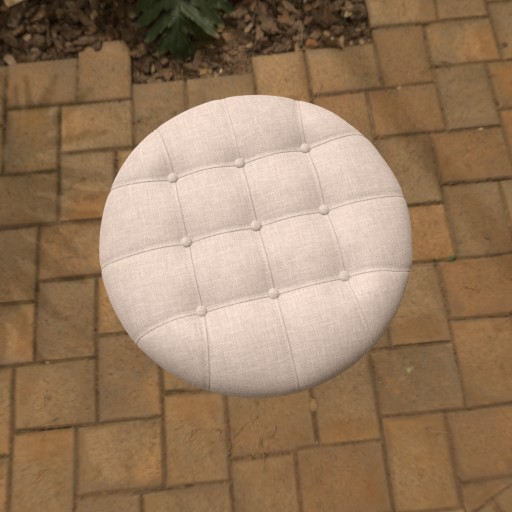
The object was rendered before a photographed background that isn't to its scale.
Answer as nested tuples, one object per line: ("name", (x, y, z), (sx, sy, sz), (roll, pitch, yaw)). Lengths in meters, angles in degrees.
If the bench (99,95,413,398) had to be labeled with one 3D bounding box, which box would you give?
("bench", (0.000, 0.000, 1.000), (0.600, 0.453, 0.600), (0, 75, 0))
